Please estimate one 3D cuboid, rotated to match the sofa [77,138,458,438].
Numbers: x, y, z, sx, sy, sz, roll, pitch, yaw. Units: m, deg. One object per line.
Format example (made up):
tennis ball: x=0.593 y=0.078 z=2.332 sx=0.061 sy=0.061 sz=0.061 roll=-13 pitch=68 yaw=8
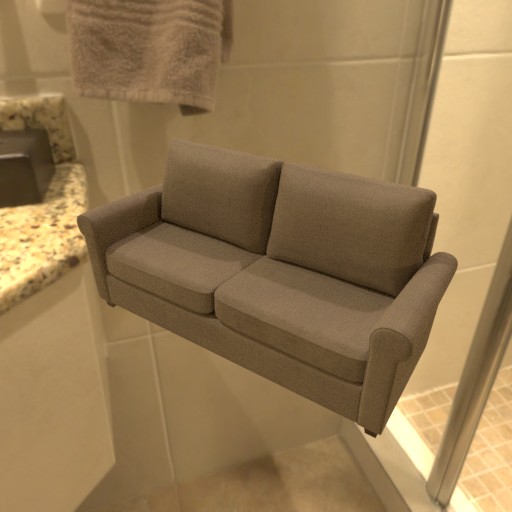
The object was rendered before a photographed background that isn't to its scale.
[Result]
sofa: x=0.000 y=0.000 z=2.432 sx=1.935 sy=0.942 sz=0.842 roll=19 pitch=35 yaw=29
